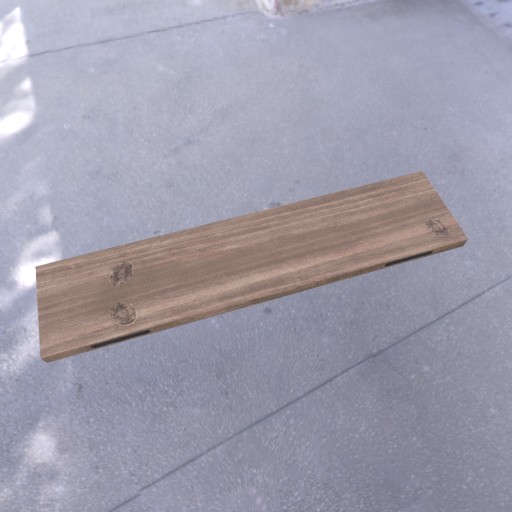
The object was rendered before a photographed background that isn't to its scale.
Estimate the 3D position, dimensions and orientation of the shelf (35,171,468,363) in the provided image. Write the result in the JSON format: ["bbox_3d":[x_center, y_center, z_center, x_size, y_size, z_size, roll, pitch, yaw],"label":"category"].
[{"bbox_3d":[0.000,0.000,0.646,0.610,0.020,0.140,-15,60,-9],"label":"shelf"}]
